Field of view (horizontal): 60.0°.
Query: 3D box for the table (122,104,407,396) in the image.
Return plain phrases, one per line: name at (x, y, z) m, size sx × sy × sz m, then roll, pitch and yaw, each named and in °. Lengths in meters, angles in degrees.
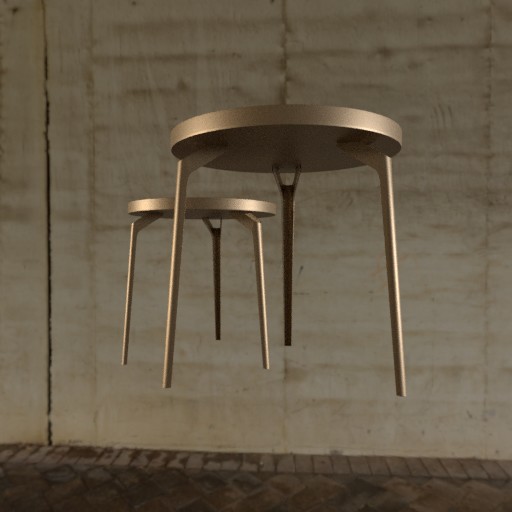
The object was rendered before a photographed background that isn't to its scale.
table at (0.000, 0.000, 1.110) m, size 0.751 × 0.555 × 0.532 m, roll 1°, pitch 2°, yaw 36°
